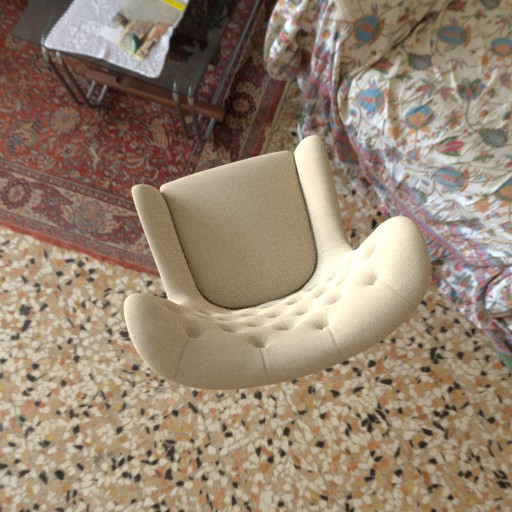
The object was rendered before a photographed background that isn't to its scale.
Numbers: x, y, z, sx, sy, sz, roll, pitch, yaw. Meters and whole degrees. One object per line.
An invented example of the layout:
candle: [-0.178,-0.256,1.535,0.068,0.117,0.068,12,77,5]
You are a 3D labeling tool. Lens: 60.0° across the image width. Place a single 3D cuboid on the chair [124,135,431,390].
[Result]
chair: [0.000,0.000,1.723,0.831,1.079,0.929,-16,76,-4]
